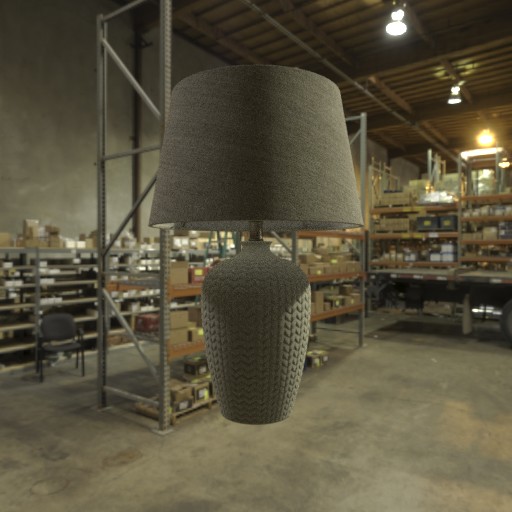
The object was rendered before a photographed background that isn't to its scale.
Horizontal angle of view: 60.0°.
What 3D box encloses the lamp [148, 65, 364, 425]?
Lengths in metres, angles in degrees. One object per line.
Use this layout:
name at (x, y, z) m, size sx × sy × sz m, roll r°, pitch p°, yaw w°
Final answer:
lamp at (0.000, 0.000, 0.825) m, size 0.390 × 0.580 × 0.390 m, roll 0°, pitch 1°, yaw 0°
